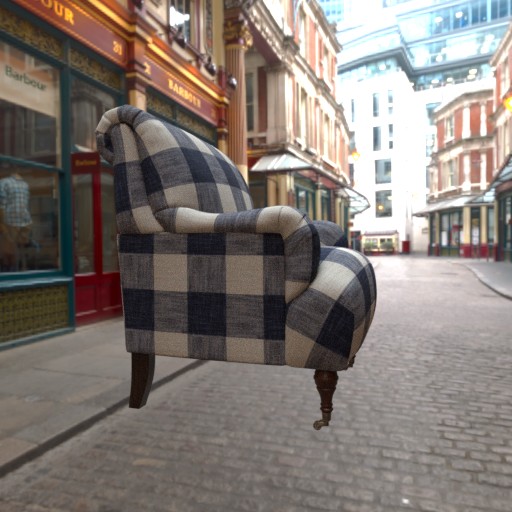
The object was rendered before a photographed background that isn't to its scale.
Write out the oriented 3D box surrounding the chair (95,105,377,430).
[{"bbox_3d":[0.000,0.000,1.618,0.848,0.953,0.781,0,1,18],"label":"chair"}]
